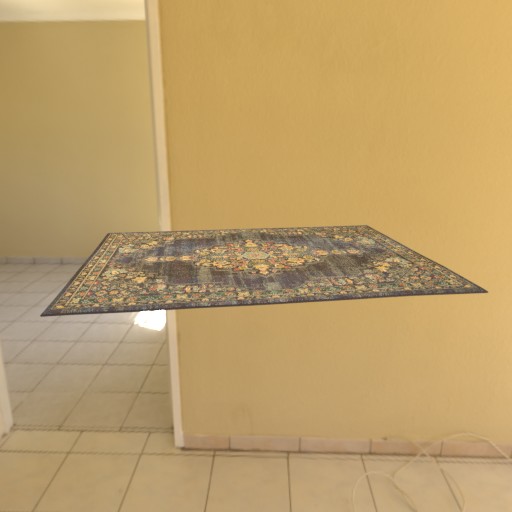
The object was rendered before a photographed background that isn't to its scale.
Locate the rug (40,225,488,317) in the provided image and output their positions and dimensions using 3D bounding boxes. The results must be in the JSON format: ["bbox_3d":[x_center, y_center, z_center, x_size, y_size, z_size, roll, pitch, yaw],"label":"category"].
[{"bbox_3d":[0.000,0.000,4.809,3.612,0.035,2.716,-2,16,-8],"label":"rug"}]
